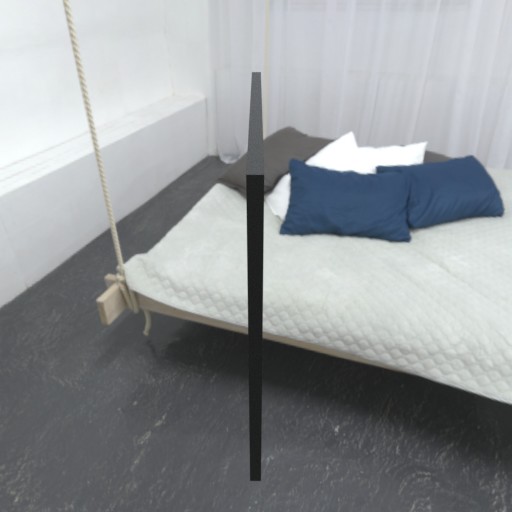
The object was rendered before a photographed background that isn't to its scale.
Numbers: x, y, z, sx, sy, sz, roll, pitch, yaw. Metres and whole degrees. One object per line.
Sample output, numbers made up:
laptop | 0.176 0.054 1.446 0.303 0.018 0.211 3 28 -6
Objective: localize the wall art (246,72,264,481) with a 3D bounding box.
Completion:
wall art | 0.000 0.000 0.540 0.012 0.357 0.358 0 33 0
